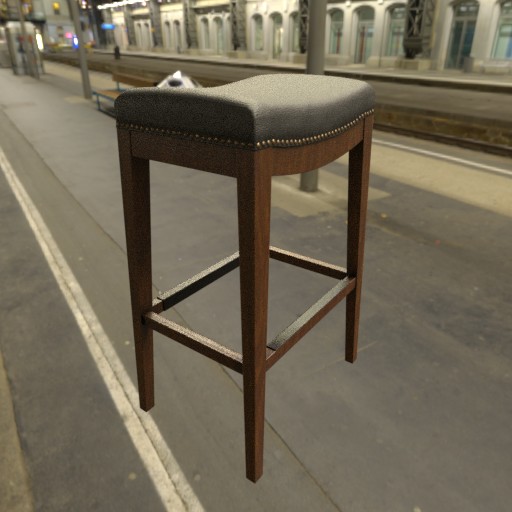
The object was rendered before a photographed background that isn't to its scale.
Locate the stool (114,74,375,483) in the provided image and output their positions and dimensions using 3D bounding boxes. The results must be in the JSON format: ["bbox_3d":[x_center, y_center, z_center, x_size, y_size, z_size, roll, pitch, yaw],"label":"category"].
[{"bbox_3d":[0.000,0.000,1.037,0.361,0.765,0.500,18,31,32],"label":"stool"}]
